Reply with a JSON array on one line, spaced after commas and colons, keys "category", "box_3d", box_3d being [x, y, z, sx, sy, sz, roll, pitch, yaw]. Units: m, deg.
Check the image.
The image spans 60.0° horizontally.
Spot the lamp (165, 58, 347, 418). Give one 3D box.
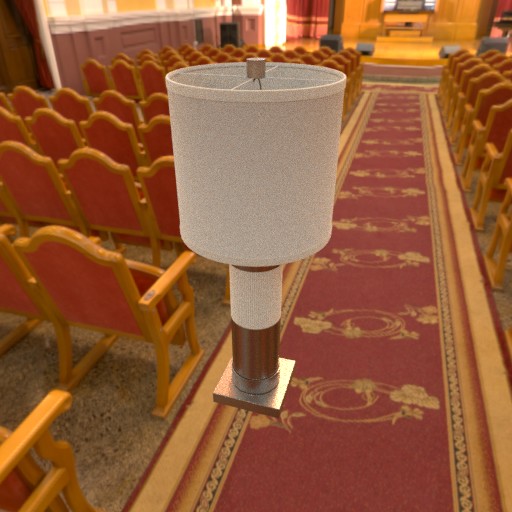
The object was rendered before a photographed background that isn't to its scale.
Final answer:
[{"category": "lamp", "box_3d": [0.000, 0.000, 0.623, 0.202, 0.509, 0.202, 9, 32, 15]}]
